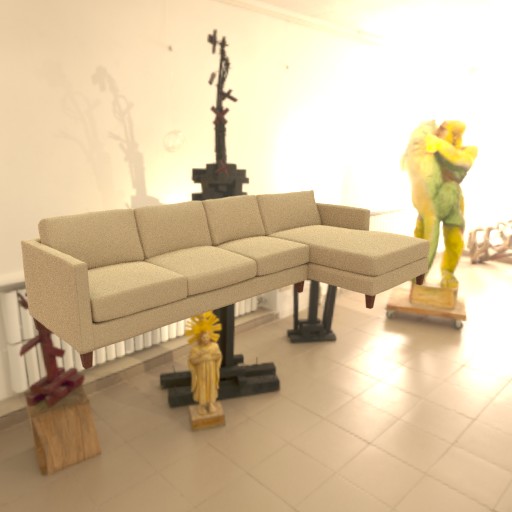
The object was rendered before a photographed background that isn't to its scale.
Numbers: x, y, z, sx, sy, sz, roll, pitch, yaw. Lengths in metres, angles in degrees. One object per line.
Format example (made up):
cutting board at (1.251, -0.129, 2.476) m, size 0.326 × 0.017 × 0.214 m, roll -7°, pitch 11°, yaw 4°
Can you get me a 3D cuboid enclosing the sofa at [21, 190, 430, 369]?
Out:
sofa at (0.000, 0.000, 3.756) m, size 3.186 × 0.861 × 1.625 m, roll -14°, pitch 20°, yaw -43°
